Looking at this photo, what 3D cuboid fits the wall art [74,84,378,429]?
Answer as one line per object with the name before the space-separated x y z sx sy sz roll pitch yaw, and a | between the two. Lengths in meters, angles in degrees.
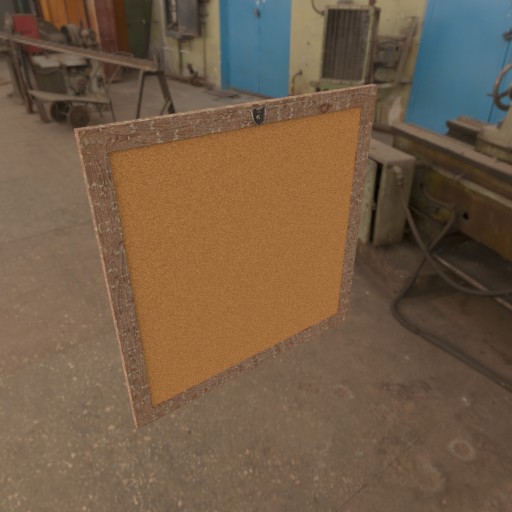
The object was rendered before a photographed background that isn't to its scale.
wall art | 0.000 0.000 0.577 0.384 0.384 0.012 -20 36 -31
